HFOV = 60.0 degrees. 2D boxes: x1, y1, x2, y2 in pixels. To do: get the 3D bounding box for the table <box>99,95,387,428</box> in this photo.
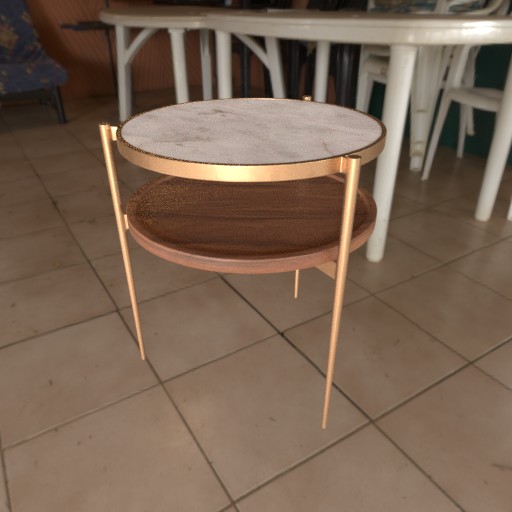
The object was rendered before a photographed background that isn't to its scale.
[{"bbox_3d":[0.000,0.000,0.826,0.430,0.493,0.456,-18,35,-28],"label":"table"}]
